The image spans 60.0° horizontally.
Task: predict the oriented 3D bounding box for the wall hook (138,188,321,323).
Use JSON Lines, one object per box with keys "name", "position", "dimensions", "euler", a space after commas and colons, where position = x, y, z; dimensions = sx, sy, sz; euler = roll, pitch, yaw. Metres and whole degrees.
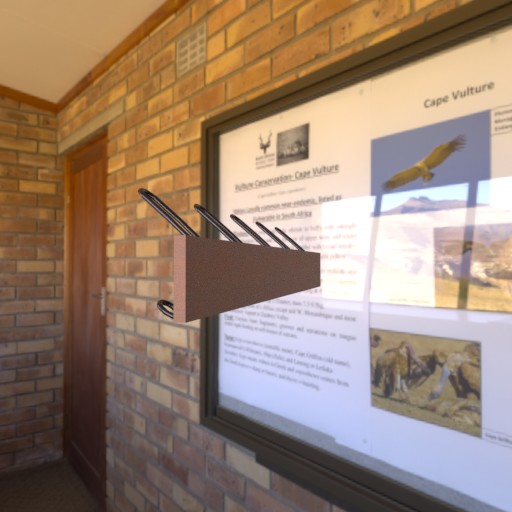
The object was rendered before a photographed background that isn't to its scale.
{"name": "wall hook", "position": [0.000, 0.000, 0.599], "dimensions": [0.076, 0.116, 0.554], "euler": [0, -1, 18]}
